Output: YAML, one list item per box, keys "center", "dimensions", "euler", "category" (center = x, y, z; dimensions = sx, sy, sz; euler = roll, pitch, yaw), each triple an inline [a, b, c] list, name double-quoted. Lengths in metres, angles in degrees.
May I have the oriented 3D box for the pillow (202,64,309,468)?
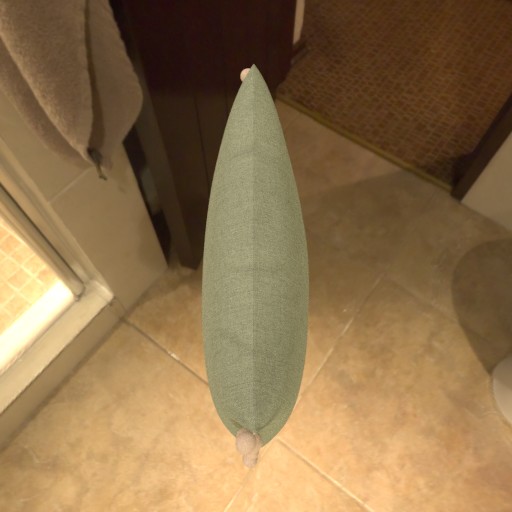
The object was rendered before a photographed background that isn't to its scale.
- center: [0.000, 0.000, 0.832]
  dimensions: [0.201, 0.322, 0.709]
  euler: [0, 63, 0]
  category: "pillow"
